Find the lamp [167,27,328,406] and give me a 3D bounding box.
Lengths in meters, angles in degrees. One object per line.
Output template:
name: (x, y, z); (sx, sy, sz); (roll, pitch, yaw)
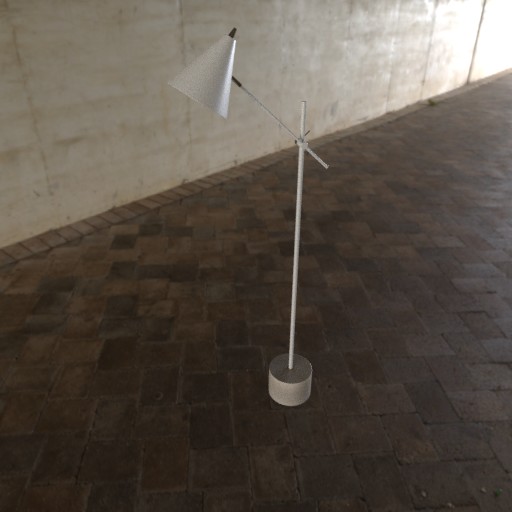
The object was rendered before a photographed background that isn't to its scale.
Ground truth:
lamp: (0.000, 0.000, 1.557); (0.508, 1.430, 0.223); (-9, 30, -15)
